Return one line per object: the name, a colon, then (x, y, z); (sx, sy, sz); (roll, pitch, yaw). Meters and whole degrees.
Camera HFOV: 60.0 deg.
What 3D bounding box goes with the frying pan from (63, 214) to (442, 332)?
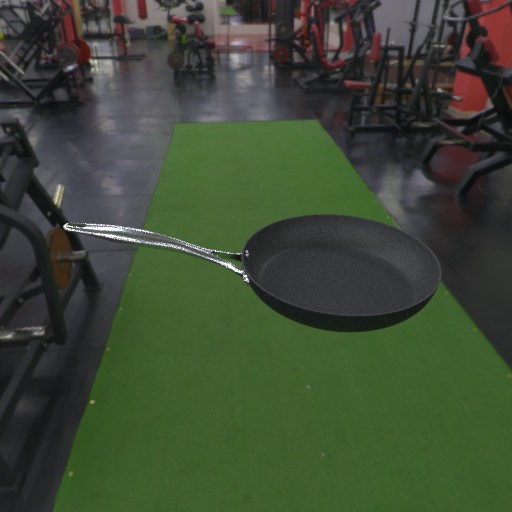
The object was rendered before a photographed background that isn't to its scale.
frying pan: (0.000, 0.000, 0.579); (0.472, 0.105, 0.255); (-1, 31, -2)
